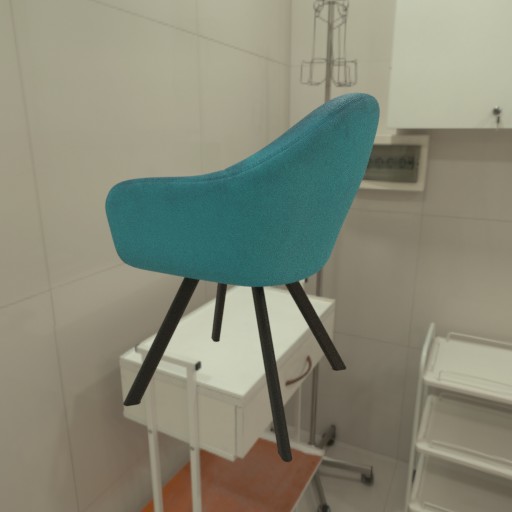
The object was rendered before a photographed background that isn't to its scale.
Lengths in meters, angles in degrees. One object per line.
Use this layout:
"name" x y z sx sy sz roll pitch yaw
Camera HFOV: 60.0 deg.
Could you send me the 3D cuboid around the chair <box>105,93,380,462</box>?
"chair" 0.000 0.000 1.153 0.570 0.780 0.540 8 17 26
